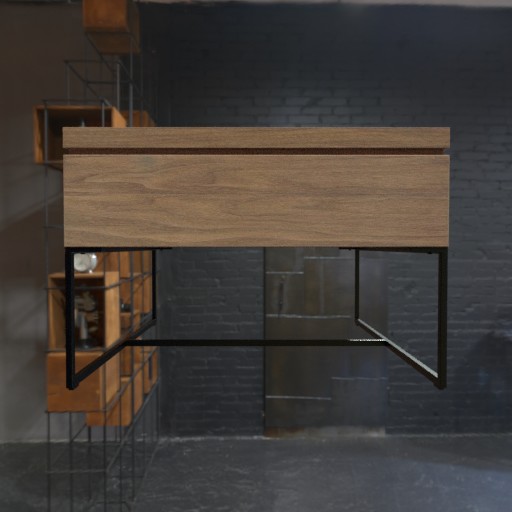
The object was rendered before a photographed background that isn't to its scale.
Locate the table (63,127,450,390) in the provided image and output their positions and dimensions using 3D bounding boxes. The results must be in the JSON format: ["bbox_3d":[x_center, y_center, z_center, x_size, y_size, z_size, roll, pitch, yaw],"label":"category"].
[{"bbox_3d":[0.000,0.000,1.116,0.679,0.464,0.676,0,1,0],"label":"table"}]
